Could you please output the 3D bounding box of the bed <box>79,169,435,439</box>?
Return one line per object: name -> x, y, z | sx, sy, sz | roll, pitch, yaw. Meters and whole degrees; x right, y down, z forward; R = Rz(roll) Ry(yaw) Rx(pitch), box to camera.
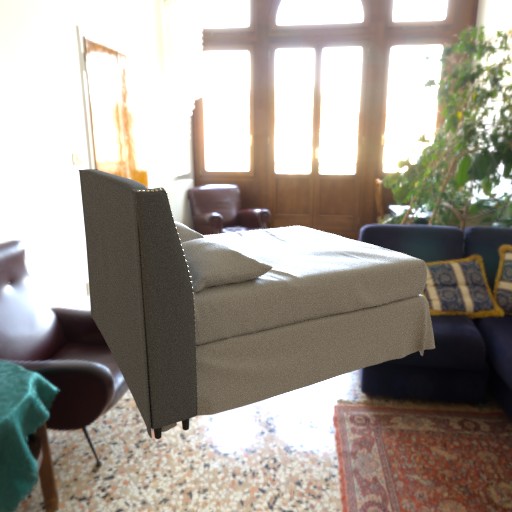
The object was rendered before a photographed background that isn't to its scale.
bed -> 0.000, 0.000, 3.458 | 2.276, 1.332, 1.925 | -8, 16, -27
